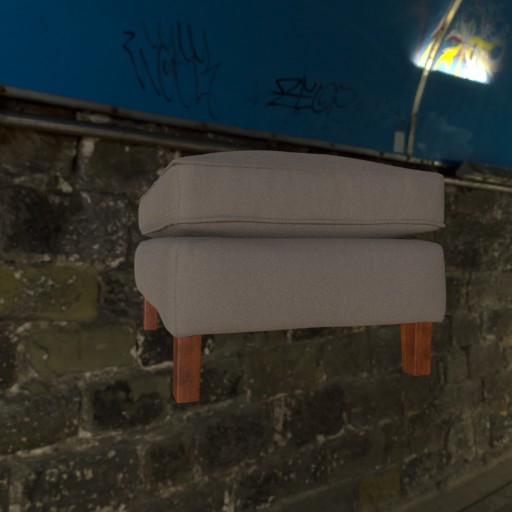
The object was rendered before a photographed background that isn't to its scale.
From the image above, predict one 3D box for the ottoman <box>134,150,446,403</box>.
[{"bbox_3d":[0.000,0.000,0.996,0.508,0.406,0.686,-1,2,-19],"label":"ottoman"}]
